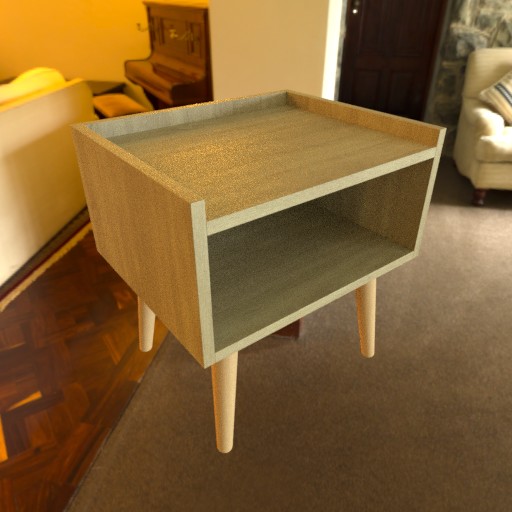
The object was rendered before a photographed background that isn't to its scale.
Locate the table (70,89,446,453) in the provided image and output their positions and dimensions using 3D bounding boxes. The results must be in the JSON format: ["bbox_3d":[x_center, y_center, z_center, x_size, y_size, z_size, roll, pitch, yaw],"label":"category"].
[{"bbox_3d":[0.000,0.000,0.808,0.450,0.470,0.370,-22,38,-31],"label":"table"}]
